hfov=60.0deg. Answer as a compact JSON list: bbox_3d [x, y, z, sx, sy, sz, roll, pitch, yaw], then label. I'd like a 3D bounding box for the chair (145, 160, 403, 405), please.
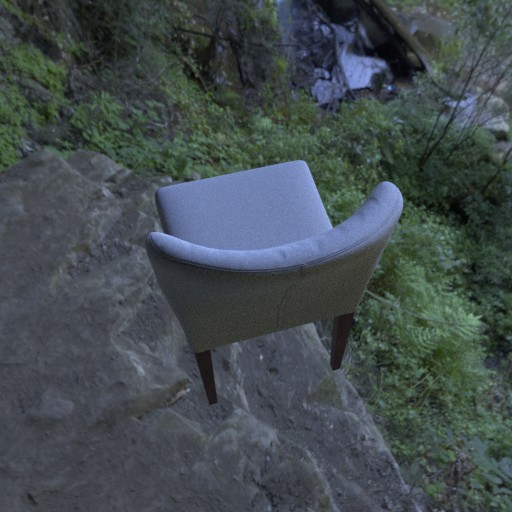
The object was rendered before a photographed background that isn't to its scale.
[{"bbox_3d":[0.000,0.000,1.205,0.491,0.839,0.592,-13,59,-8],"label":"chair"}]
